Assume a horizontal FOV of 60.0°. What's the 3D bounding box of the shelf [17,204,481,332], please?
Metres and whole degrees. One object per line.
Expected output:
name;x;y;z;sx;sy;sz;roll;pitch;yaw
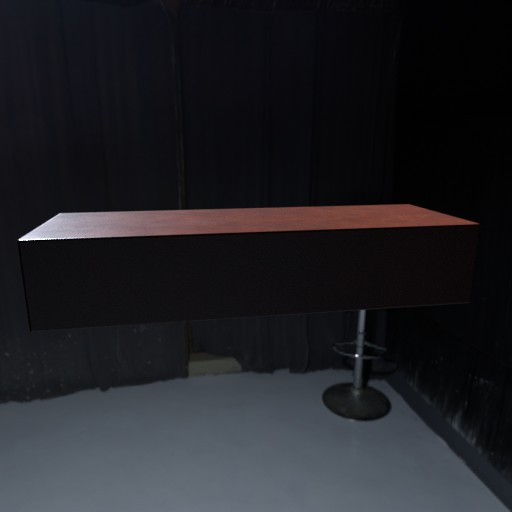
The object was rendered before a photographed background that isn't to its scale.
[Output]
shelf;0.000;0.000;0.515;0.457;0.088;0.152;-3;15;-10
